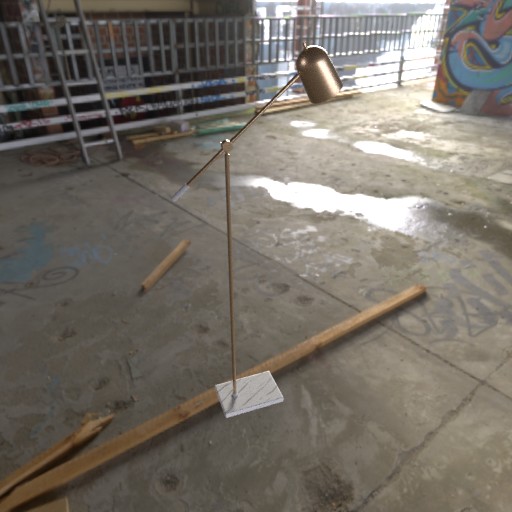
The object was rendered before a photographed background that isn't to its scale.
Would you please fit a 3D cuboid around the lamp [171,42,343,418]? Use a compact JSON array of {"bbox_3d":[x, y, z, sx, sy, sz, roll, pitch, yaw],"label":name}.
[{"bbox_3d":[0.000,0.000,1.841,0.653,1.594,0.194,-10,31,-17],"label":"lamp"}]
